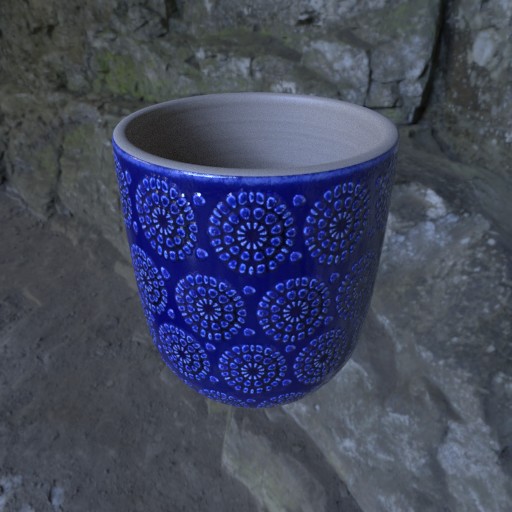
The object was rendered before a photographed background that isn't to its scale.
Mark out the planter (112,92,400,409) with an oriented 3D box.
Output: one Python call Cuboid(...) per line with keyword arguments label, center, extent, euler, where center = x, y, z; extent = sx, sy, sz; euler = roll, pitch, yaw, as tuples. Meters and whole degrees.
Cuboid(label="planter", center=(0.000, 0.000, 0.343), extent=(0.184, 0.206, 0.184), euler=(0, 32, 0))
